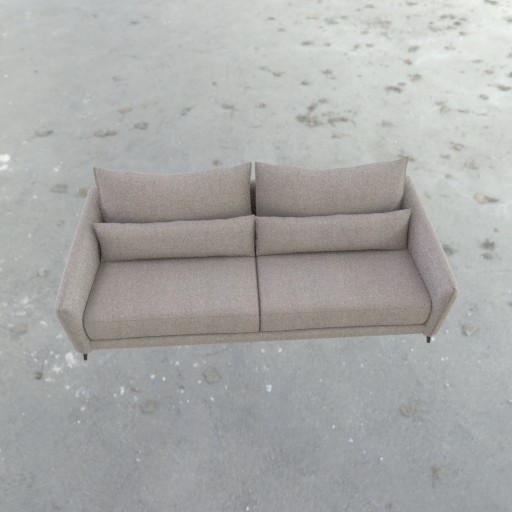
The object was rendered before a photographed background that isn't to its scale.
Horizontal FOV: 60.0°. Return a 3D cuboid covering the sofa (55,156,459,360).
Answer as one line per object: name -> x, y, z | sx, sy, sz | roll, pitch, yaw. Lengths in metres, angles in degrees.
sofa -> 0.000, 0.000, 2.480 | 2.022, 0.833, 0.809 | -2, 47, -2
